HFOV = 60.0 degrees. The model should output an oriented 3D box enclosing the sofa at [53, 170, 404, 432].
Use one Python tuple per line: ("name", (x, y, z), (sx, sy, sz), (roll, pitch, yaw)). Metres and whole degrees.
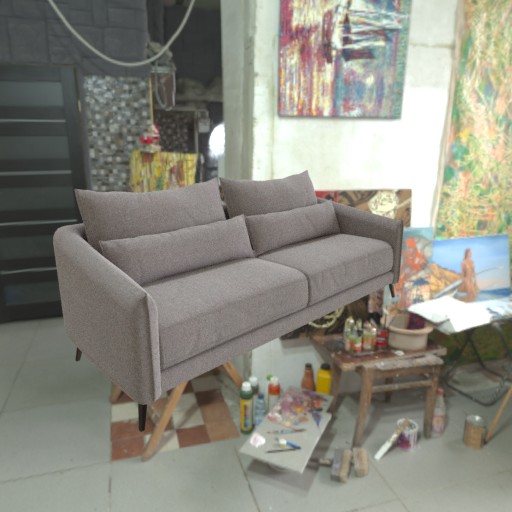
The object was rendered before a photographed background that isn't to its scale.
("sofa", (0.000, 0.000, 2.468), (0.809, 0.833, 2.022), (14, 20, 42))
